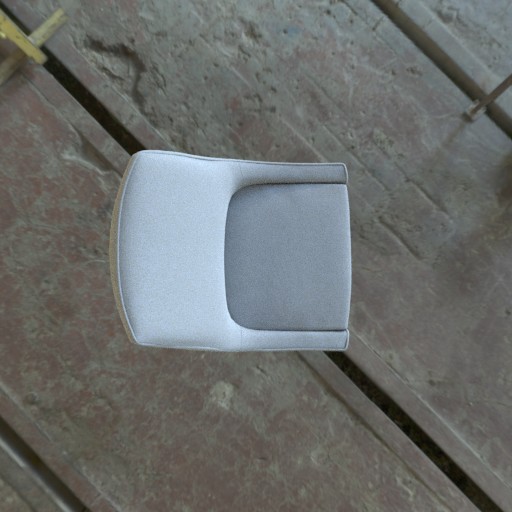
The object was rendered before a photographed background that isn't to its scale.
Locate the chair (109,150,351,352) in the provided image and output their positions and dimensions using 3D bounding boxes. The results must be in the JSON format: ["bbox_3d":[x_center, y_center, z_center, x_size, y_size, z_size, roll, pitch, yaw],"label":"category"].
[{"bbox_3d":[0.000,0.000,1.226,0.544,0.861,0.529,0,88,0],"label":"chair"}]
